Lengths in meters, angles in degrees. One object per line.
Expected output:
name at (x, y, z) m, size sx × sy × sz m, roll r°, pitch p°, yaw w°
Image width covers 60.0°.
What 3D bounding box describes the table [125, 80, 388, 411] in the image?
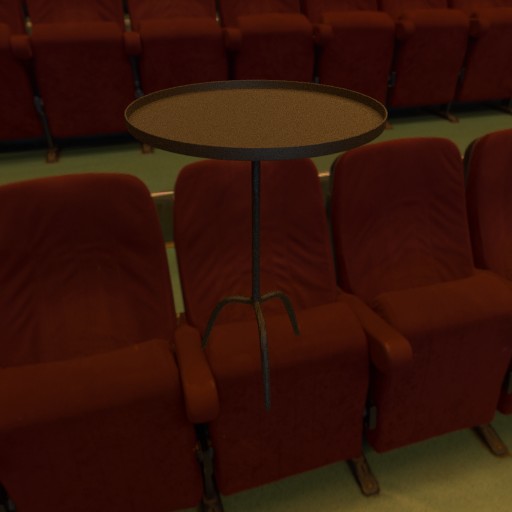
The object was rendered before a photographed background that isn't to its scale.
table at (0.000, 0.000, 1.059) m, size 0.502 × 0.700 × 0.502 m, roll -9°, pitch 34°, yaw -14°
